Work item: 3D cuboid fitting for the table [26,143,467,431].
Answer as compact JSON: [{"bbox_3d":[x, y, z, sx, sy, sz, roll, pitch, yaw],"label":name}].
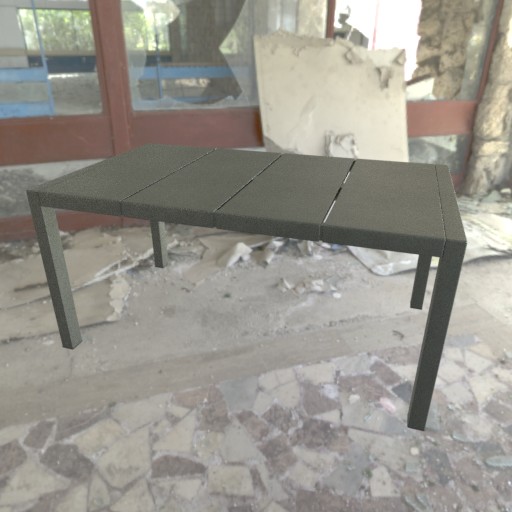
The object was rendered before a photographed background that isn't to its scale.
[{"bbox_3d":[0.000,0.000,1.251,0.965,0.460,0.559,8,27,16],"label":"table"}]
